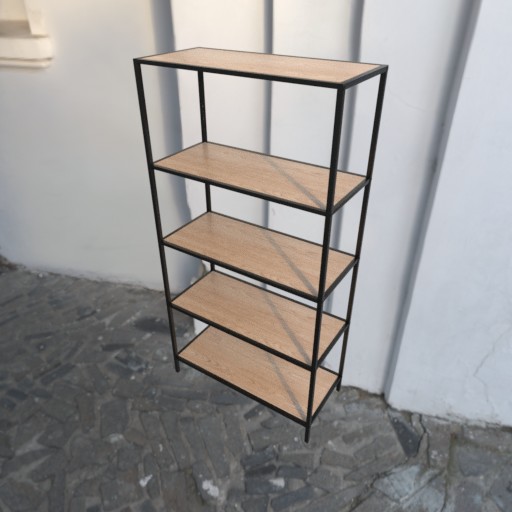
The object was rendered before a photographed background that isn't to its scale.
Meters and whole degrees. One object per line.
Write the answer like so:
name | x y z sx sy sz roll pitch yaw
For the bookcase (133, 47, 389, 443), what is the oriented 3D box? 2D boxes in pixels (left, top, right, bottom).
bookcase | 0.000 0.000 1.846 0.770 1.500 0.350 19 37 27
